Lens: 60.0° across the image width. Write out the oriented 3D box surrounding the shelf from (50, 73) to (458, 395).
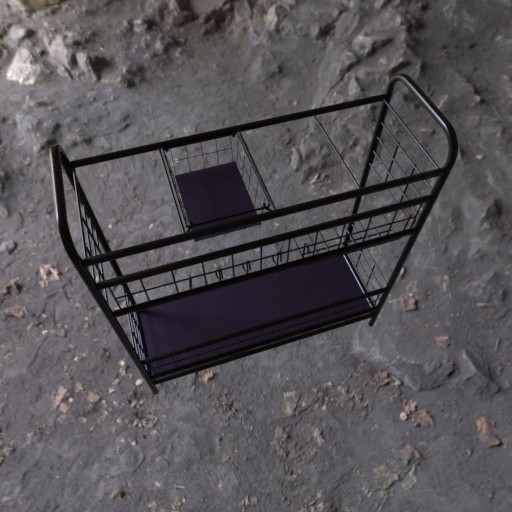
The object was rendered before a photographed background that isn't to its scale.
[{"bbox_3d":[0.000,0.000,1.492,0.961,1.026,0.350,-15,57,-10],"label":"shelf"}]
